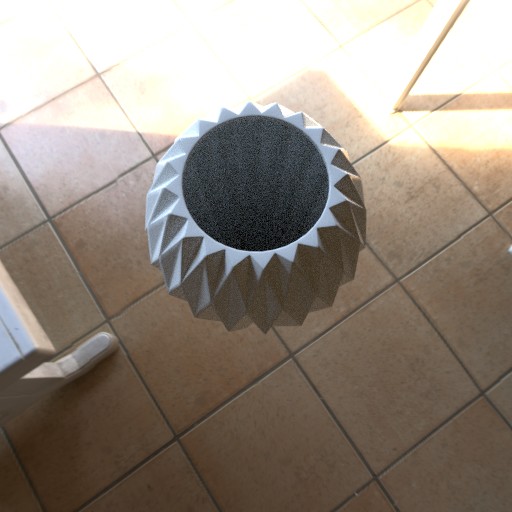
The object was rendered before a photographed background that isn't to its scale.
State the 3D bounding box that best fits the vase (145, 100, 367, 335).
[{"bbox_3d":[0.000,0.000,0.337,0.133,0.263,0.133,0,74,0],"label":"vase"}]
